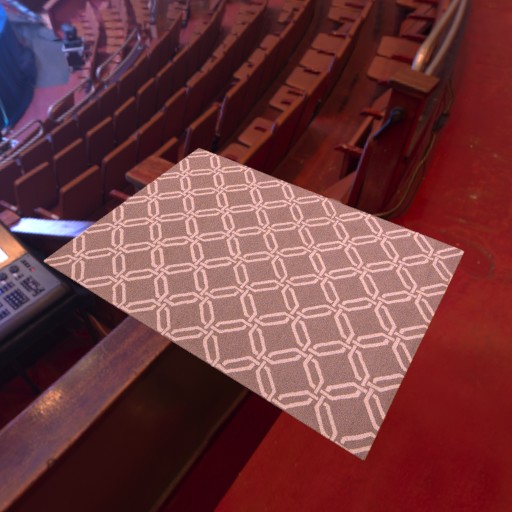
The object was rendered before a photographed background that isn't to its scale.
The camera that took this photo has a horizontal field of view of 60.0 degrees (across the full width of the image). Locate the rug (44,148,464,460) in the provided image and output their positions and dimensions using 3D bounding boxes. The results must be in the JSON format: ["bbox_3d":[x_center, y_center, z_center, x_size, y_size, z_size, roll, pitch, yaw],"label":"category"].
[{"bbox_3d":[0.000,0.000,4.411,3.419,0.020,2.441,26,51,23],"label":"rug"}]
